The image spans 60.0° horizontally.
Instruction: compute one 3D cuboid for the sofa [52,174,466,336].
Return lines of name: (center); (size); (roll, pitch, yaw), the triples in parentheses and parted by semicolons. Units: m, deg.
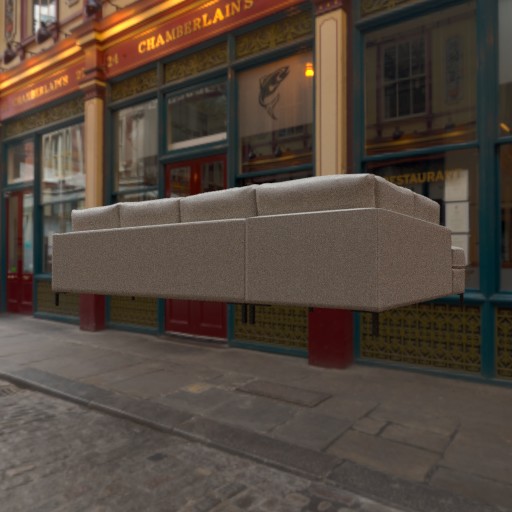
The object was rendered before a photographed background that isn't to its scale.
sofa: (0.000, 0.000, 3.095); (2.423, 0.703, 1.617); (-1, -2, 36)
